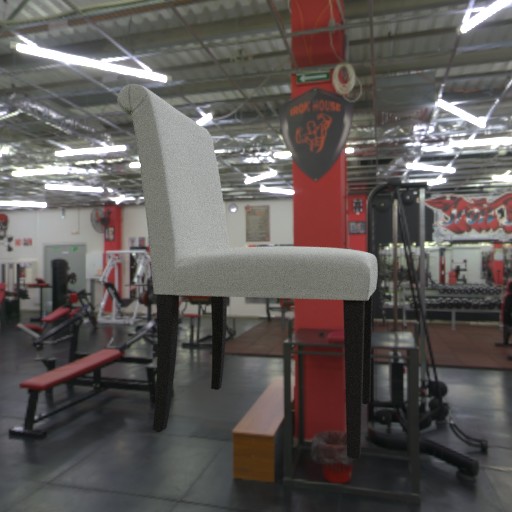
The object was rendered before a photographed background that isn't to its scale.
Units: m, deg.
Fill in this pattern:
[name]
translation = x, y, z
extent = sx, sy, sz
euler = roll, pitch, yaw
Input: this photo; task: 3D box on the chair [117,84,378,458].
[chair]
translation = 0.000, 0.000, 1.366
extent = 0.708, 0.976, 0.452
euler = 0, 0, 18
